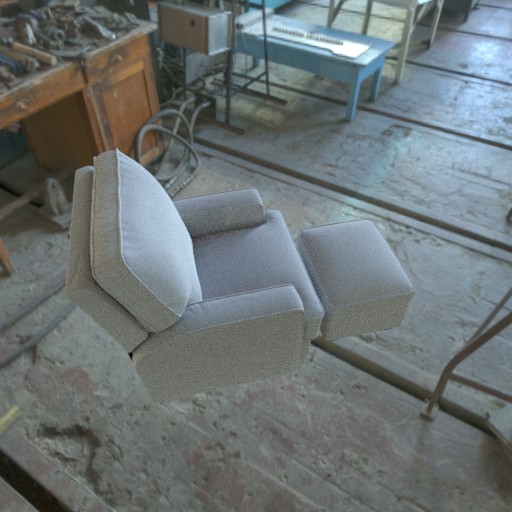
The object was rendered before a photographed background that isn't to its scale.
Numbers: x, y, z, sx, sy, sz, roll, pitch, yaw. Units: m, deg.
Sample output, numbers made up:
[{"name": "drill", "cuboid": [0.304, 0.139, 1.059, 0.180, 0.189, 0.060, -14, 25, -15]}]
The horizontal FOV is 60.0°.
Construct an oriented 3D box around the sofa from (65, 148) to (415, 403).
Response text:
[{"name": "sofa", "cuboid": [0.000, 0.000, 2.085, 1.472, 0.959, 0.861, -10, 46, -9]}]
